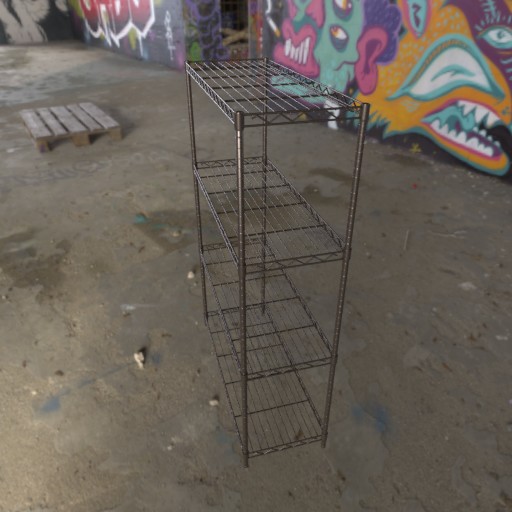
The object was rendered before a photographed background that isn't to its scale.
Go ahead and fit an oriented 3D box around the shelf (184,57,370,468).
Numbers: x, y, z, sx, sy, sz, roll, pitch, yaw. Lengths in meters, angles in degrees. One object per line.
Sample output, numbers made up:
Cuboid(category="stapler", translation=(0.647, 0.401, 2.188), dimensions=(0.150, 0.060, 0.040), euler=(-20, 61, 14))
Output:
Cuboid(category="shelf", translation=(0.000, 0.000, 1.792), dimensions=(0.352, 1.361, 0.907), euler=(-8, 32, -13))
